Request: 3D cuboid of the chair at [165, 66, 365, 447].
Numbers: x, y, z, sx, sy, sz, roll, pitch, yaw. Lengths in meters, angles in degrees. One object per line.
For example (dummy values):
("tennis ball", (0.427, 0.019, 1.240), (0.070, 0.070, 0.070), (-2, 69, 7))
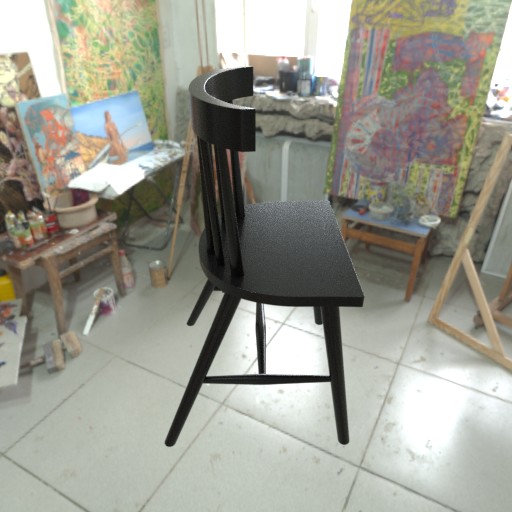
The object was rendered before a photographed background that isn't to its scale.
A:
("chair", (0.000, 0.000, 1.143), (0.483, 0.844, 0.506), (0, 31, -1))
